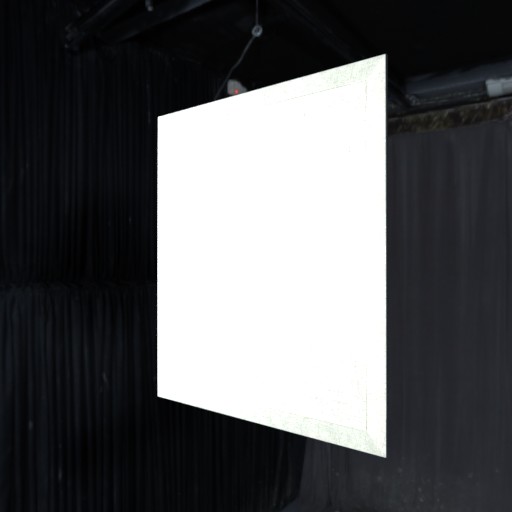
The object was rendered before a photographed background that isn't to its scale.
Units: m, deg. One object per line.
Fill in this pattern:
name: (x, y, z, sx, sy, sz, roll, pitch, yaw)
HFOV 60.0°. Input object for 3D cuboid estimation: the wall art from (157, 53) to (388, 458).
wall art: (0.000, 0.000, 0.621, 0.381, 0.457, 0.023, 0, 0, 36)
